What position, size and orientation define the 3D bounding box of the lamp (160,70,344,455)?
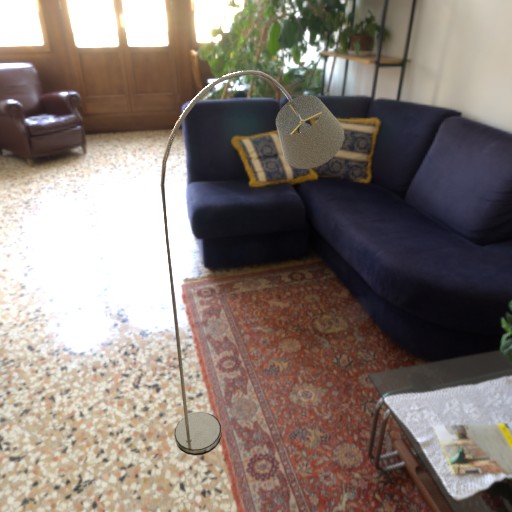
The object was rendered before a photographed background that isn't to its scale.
[{"bbox_3d":[0.000,0.000,2.684,0.406,2.098,1.445,22,36,33],"label":"lamp"}]
